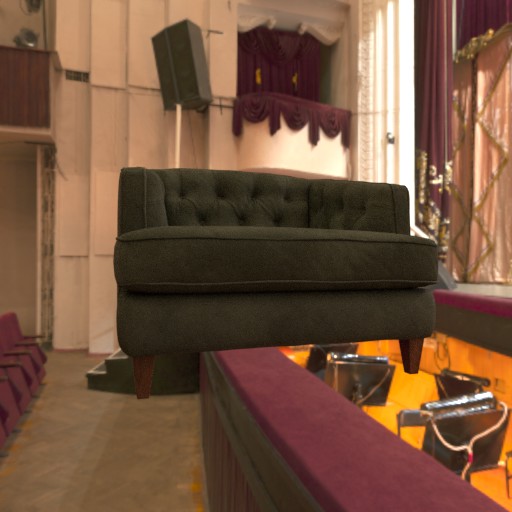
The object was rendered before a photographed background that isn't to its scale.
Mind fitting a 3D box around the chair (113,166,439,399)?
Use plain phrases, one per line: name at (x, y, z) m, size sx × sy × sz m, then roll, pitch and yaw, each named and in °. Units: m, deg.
chair at (0.000, 0.000, 1.800) m, size 1.104 × 0.852 × 0.941 m, roll 0°, pitch -1°, yaw -18°
